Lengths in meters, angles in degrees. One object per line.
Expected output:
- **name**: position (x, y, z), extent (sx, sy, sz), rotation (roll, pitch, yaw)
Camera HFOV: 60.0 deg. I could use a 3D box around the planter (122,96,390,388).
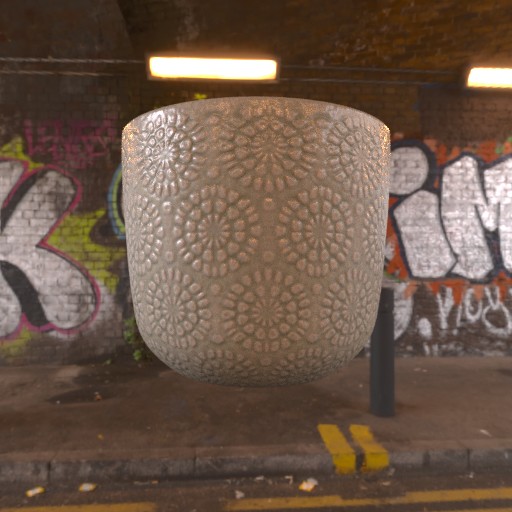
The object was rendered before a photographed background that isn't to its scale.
- **planter**: position (0.000, 0.000, 0.213), extent (0.124, 0.109, 0.124), rotation (0, -1, 0)
